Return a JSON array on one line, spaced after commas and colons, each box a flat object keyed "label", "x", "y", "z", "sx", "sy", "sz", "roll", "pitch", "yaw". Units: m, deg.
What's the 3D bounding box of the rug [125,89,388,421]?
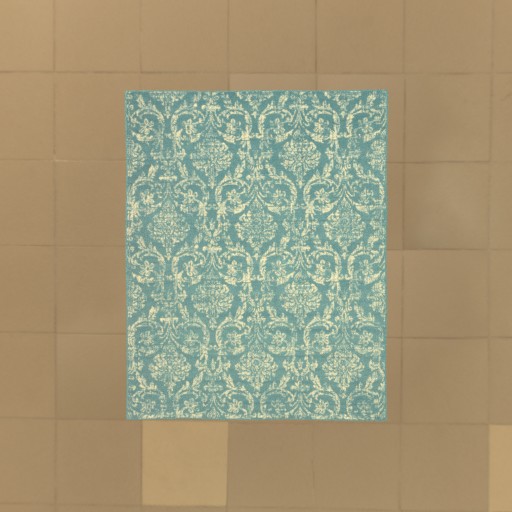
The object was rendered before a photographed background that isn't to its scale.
[{"label": "rug", "x": 0.000, "y": 0.000, "z": 3.999, "sx": 2.363, "sy": 0.012, "sz": 2.980, "roll": 0, "pitch": 91, "yaw": 1}]
